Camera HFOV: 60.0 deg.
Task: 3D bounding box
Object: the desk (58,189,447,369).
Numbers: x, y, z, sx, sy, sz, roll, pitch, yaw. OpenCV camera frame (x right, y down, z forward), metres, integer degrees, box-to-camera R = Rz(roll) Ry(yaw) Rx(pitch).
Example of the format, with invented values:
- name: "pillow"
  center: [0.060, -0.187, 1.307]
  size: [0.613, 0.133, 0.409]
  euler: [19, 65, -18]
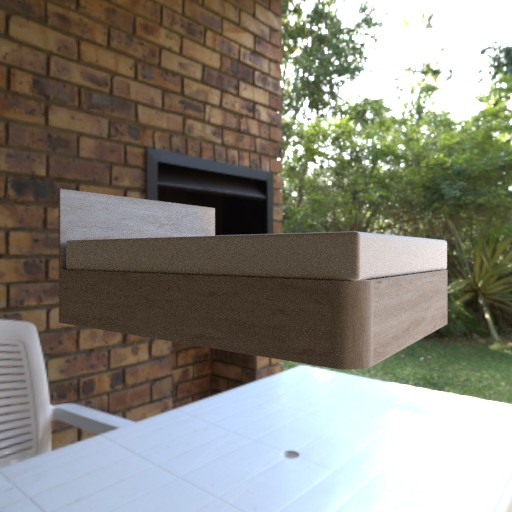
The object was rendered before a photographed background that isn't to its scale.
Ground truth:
- name: "desk"
  center: [0.000, 0.000, 2.665]
  size: [1.900, 0.800, 1.400]
  euler: [0, 1, 36]
